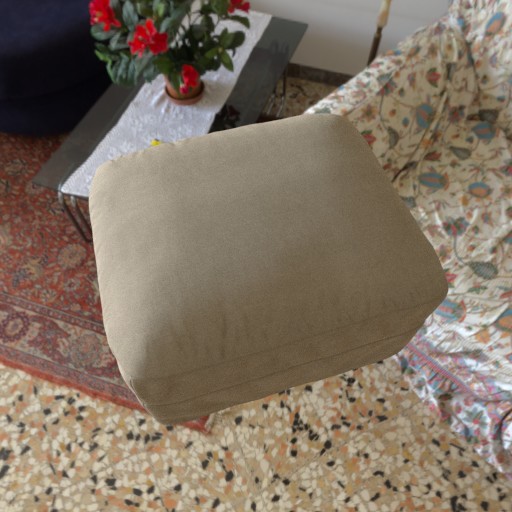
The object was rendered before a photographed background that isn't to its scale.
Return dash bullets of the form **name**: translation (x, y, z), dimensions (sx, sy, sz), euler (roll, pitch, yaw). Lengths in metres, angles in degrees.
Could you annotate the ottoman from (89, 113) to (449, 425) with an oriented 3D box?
- **ottoman**: translation (0.000, 0.000, 1.083), dimensions (0.712, 0.480, 0.584), euler (-15, 60, -9)
